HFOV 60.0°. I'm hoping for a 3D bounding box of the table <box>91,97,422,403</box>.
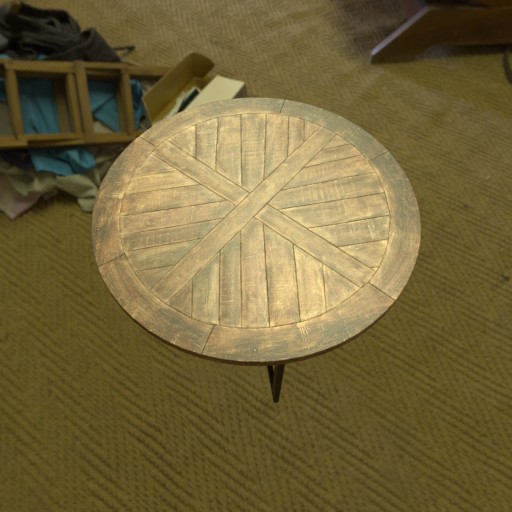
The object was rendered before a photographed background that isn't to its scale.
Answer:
[{"bbox_3d":[0.000,0.000,2.046,1.264,0.762,1.264,0,58,0],"label":"table"}]
